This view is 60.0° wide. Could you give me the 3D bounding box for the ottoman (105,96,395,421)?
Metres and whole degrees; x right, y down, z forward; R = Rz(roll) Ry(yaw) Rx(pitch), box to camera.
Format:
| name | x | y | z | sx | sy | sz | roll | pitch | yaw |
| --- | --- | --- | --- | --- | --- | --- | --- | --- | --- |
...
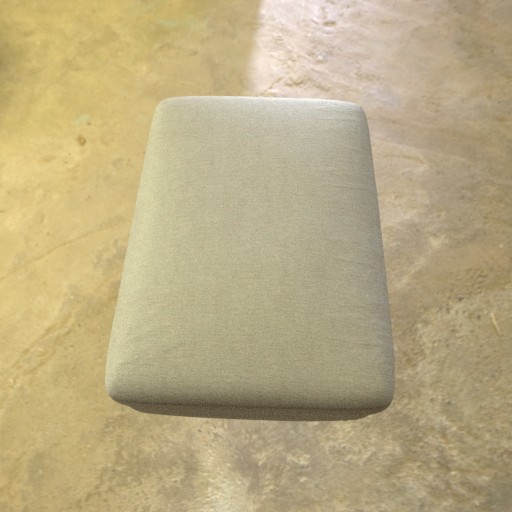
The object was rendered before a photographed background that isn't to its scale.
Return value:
| name | x | y | z | sx | sy | sz | roll | pitch | yaw |
| --- | --- | --- | --- | --- | --- | --- | --- | --- | --- |
| ottoman | 0.000 | 0.000 | 1.046 | 0.528 | 0.404 | 0.735 | 2 | 63 | 1 |
